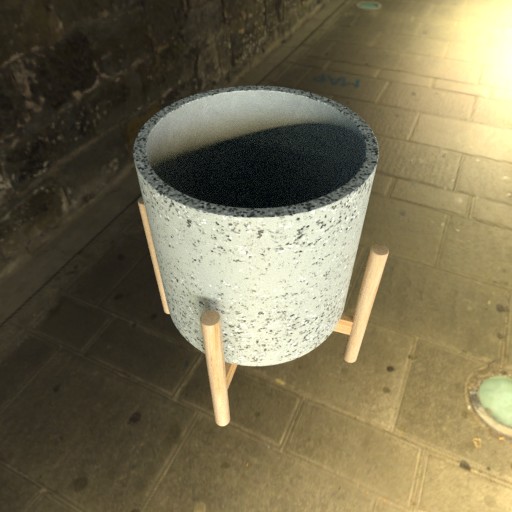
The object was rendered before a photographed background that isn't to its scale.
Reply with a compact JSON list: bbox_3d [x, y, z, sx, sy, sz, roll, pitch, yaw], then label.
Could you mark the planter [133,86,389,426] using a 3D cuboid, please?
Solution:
[{"bbox_3d":[0.000,0.000,0.706,0.360,0.419,0.360,31,53,27],"label":"planter"}]
